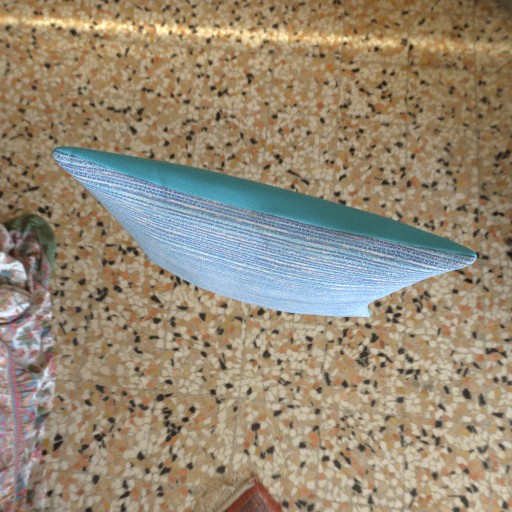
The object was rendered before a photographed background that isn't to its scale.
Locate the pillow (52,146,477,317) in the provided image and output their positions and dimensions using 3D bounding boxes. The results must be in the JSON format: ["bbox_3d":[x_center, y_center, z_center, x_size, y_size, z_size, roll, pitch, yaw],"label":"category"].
[{"bbox_3d":[0.000,0.000,0.748,0.514,0.497,0.150,14,75,4],"label":"pillow"}]
